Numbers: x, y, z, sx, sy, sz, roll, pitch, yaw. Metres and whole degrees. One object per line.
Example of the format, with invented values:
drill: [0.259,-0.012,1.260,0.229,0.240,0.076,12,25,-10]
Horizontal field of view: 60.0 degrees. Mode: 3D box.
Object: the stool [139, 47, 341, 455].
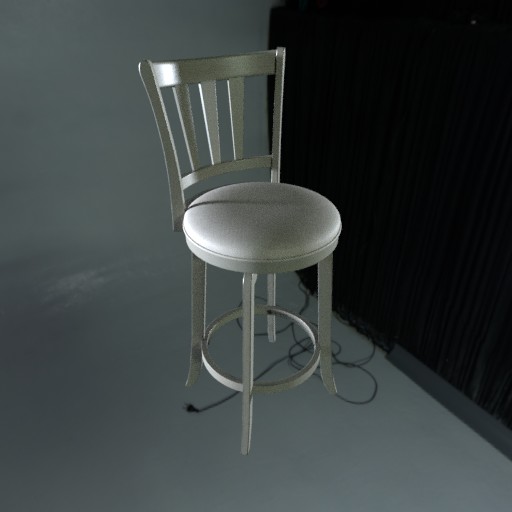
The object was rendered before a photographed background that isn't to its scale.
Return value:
stool: [0.000,0.000,1.275,0.436,1.042,0.475,-22,37,-31]
